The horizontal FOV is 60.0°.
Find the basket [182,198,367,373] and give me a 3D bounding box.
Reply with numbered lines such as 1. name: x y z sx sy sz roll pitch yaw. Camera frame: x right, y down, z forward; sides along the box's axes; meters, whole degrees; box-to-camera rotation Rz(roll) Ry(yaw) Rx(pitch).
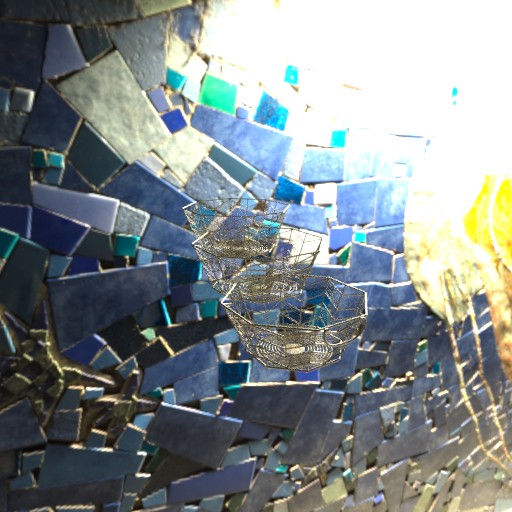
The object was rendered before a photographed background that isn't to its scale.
1. basket: 0.000 0.000 1.400 0.432 0.178 1.246 -3 17 -10
